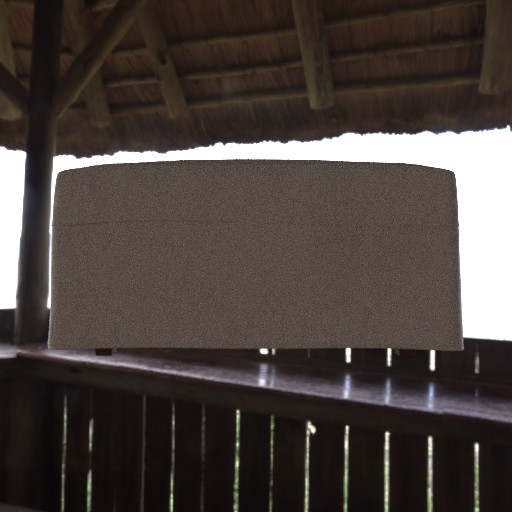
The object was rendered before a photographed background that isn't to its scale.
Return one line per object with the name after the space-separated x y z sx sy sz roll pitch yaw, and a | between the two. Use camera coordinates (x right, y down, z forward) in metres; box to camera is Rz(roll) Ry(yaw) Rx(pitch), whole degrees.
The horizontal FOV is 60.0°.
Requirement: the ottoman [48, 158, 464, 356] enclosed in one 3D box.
0.000 0.000 1.181 0.872 0.444 0.590 0 -1 1 | ottoman
